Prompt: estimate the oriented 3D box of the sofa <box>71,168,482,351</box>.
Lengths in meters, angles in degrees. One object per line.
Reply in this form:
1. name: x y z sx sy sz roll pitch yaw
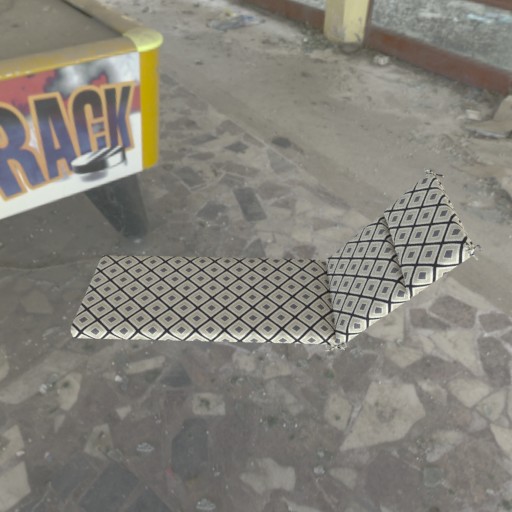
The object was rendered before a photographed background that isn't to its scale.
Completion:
1. sofa: 0.000 0.000 1.992 1.663 0.622 0.582 1 42 1
